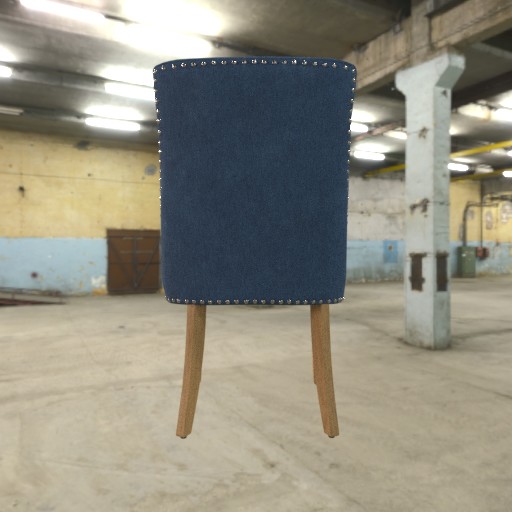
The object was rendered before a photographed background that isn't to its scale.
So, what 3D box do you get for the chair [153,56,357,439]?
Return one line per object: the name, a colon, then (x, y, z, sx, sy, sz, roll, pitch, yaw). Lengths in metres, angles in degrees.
chair: (0.000, 0.000, 1.275, 0.495, 0.902, 0.610, 0, 0, 1)
